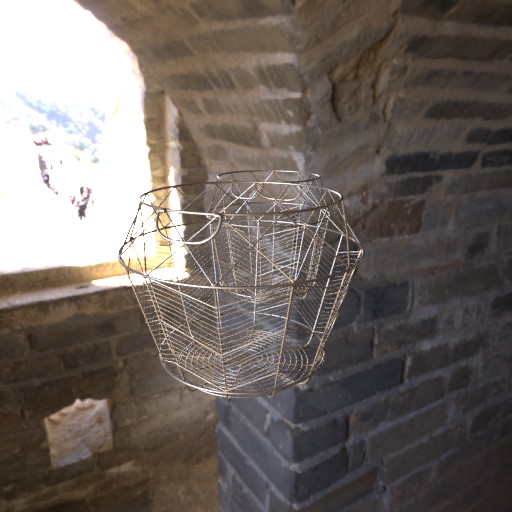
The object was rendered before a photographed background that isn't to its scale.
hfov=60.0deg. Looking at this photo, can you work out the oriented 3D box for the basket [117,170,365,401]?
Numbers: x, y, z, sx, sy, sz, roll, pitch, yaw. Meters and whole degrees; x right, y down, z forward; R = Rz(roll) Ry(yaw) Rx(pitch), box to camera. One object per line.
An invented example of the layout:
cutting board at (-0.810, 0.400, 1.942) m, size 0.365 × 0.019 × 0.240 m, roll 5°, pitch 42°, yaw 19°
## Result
basket at (0.000, 0.000, 1.024) m, size 0.451 × 0.343 × 0.805 m, roll 2°, pitch 17°, yaw 8°
